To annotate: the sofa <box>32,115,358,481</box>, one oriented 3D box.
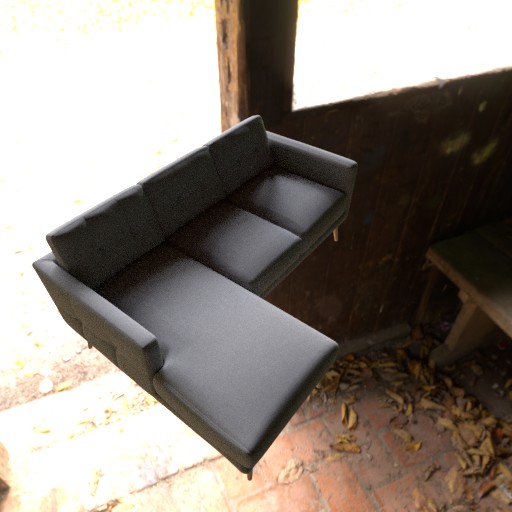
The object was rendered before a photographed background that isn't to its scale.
[{"bbox_3d":[0.000,0.000,2.763,1.530,0.860,2.040,28,50,27],"label":"sofa"}]
